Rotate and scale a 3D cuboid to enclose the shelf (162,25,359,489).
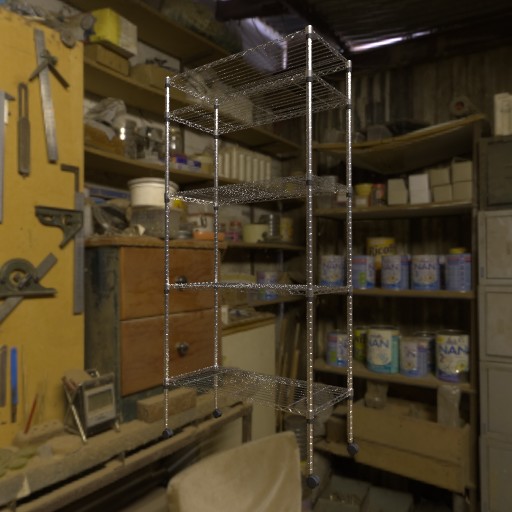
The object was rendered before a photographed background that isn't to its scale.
[{"bbox_3d":[0.000,0.000,1.869,0.762,1.587,0.356,-1,-1,36],"label":"shelf"}]
